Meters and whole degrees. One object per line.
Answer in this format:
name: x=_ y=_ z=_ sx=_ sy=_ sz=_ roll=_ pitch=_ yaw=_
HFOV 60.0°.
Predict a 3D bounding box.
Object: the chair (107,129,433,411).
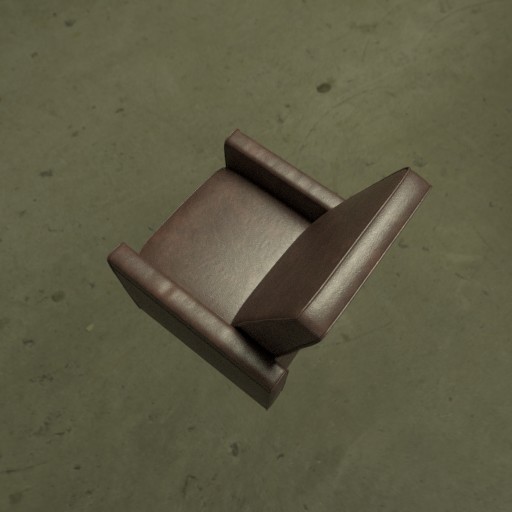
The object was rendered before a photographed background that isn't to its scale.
chair: x=0.000 y=0.000 z=1.553 sx=0.746 sy=1.013 sz=0.705 roll=35 pitch=69 yaw=15
